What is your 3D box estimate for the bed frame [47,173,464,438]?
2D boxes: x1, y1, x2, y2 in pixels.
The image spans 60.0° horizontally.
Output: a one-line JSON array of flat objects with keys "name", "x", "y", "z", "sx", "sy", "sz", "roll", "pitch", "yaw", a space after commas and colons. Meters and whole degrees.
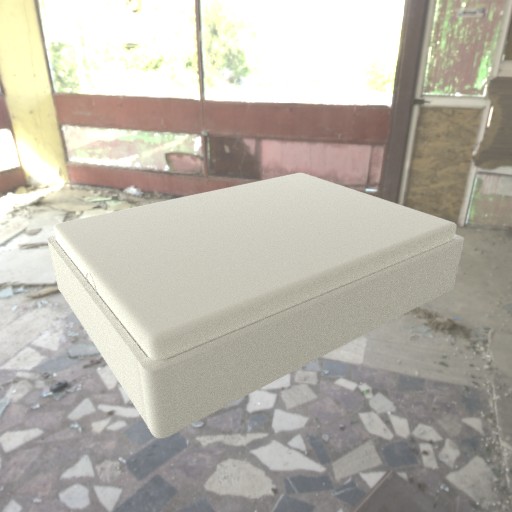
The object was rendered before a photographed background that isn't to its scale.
[{"name": "bed frame", "x": 0.000, "y": 0.000, "z": 2.526, "sx": 1.900, "sy": 0.406, "sz": 1.400, "roll": -18, "pitch": 31, "yaw": -32}]
